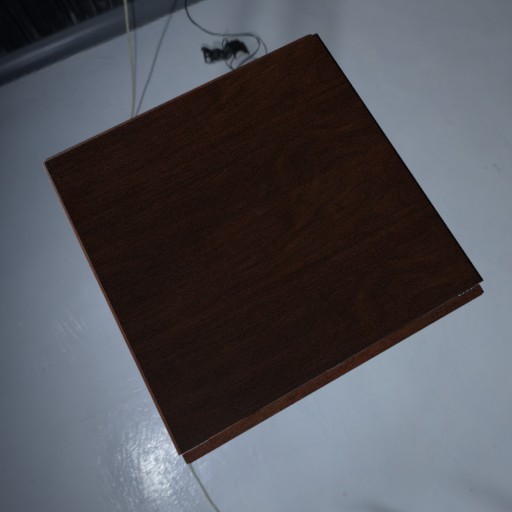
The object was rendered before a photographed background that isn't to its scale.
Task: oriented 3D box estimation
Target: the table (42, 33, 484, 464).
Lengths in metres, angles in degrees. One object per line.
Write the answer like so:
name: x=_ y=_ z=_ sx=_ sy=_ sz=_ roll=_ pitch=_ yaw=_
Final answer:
table: x=0.000 y=0.000 z=1.460 sx=0.812 sy=0.763 sz=0.843 roll=-28 pitch=78 yaw=-6
